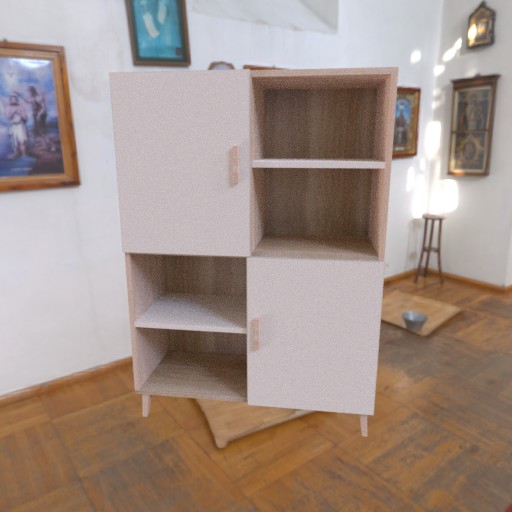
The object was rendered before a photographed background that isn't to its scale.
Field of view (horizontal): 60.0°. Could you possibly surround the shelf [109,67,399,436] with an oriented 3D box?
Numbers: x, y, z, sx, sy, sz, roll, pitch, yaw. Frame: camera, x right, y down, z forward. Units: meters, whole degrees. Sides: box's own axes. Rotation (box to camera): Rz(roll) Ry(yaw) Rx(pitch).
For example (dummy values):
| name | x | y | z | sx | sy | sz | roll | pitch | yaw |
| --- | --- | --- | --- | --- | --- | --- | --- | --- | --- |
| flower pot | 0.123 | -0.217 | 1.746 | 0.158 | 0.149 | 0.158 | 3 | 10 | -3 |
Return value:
| name | x | y | z | sx | sy | sz | roll | pitch | yaw |
| --- | --- | --- | --- | --- | --- | --- | --- | --- | --- |
| shelf | 0.000 | 0.000 | 1.864 | 0.995 | 1.405 | 0.434 | 2 | 14 | 8 |
